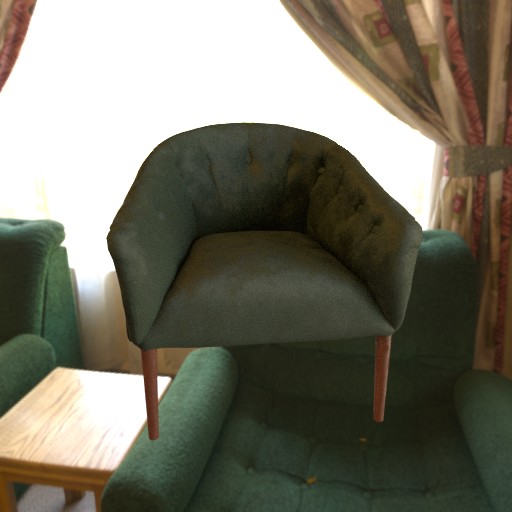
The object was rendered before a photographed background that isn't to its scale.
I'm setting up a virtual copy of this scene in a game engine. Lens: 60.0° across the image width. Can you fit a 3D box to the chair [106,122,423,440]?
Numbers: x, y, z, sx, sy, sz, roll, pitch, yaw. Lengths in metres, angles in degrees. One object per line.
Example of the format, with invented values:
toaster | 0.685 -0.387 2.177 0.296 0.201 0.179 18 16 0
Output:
chair | 0.000 0.000 1.538 0.851 0.885 0.776 -2 17 -7
